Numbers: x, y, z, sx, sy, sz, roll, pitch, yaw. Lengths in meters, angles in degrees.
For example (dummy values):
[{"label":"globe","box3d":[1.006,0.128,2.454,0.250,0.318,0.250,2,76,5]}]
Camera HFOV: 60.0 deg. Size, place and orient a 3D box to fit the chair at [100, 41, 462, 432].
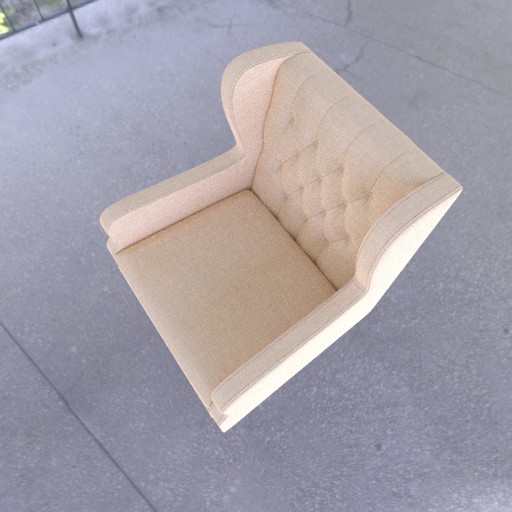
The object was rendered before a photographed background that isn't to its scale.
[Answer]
[{"label":"chair","box3d":[0.000,0.000,1.420,0.760,0.930,0.710,-32,67,-15]}]
